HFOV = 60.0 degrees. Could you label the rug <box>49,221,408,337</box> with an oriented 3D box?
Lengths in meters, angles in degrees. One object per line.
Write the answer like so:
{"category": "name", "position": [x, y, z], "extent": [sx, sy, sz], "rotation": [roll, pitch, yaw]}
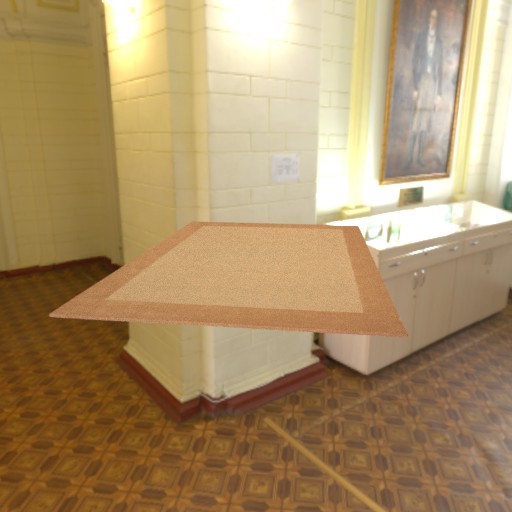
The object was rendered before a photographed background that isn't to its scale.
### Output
{"category": "rug", "position": [0.000, 0.000, 2.351], "extent": [1.219, 0.014, 1.829], "rotation": [2, 15, 8]}
